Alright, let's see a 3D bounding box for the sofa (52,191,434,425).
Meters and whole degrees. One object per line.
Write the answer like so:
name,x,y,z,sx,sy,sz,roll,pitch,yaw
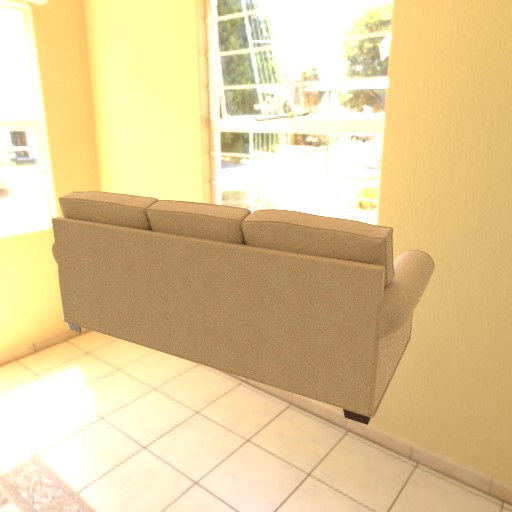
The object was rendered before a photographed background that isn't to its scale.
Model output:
sofa,0.000,0.000,2.369,1.770,0.734,1.226,9,19,28
